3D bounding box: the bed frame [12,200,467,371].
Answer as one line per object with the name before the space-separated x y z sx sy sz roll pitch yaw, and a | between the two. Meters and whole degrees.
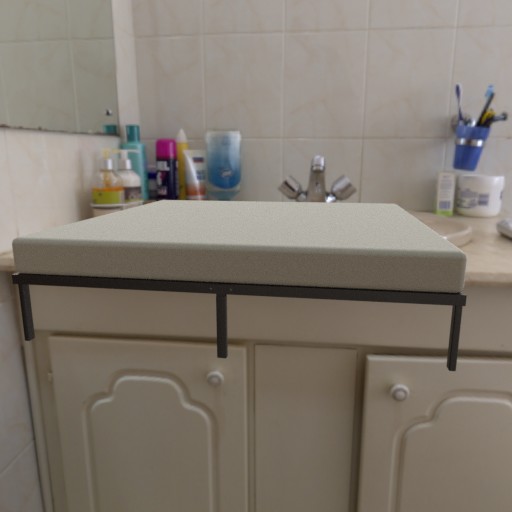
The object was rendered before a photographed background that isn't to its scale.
bed frame | 0.000 0.000 3.742 2.635 0.680 2.526 2 13 9
